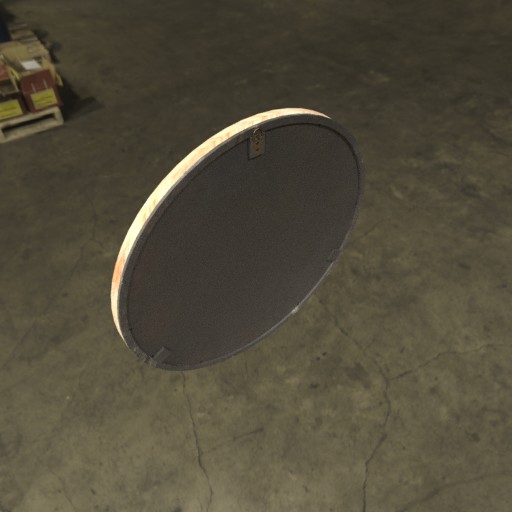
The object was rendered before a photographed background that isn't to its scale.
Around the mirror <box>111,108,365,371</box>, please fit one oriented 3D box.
[{"bbox_3d":[0.000,0.000,1.067,0.710,0.710,0.038,-29,53,-25],"label":"mirror"}]
